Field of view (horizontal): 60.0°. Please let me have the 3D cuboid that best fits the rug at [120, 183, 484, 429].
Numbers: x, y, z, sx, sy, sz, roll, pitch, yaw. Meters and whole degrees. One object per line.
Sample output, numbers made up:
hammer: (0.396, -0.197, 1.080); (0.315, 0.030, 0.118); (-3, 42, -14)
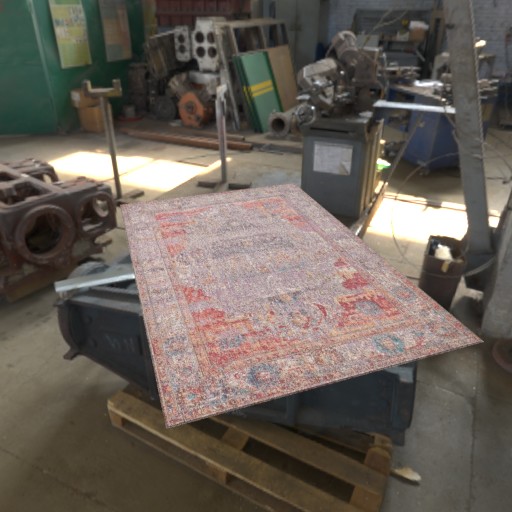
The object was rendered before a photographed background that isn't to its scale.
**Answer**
rug: (0.000, 0.000, 2.280); (1.219, 0.005, 1.829); (-10, 31, -17)
